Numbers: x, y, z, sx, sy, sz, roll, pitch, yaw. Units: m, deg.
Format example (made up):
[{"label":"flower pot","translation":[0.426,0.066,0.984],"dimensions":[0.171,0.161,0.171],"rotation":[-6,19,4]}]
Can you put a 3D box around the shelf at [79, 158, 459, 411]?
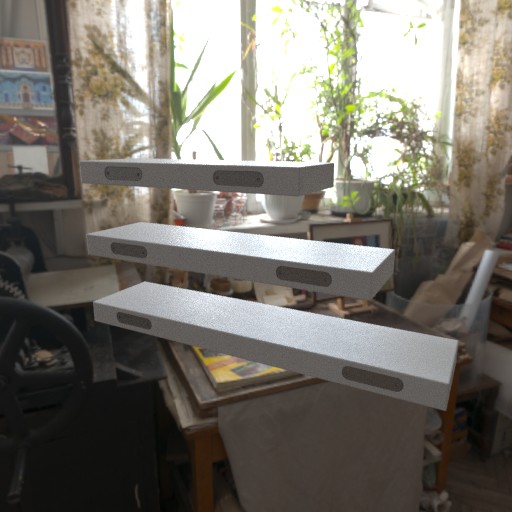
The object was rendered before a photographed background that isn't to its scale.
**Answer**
[{"label":"shelf","translation":[0.000,0.000,0.712],"dimensions":[0.610,0.293,0.140],"rotation":[8,16,27]}]
